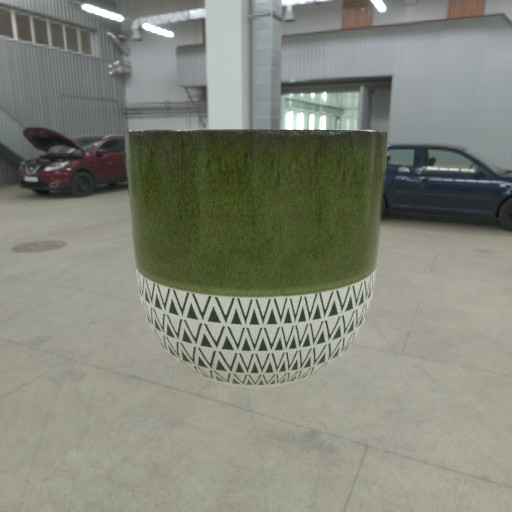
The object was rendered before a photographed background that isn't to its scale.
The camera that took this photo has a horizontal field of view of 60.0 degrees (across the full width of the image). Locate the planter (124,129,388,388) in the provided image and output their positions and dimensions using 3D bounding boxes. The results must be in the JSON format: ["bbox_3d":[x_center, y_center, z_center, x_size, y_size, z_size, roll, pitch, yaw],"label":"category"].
[{"bbox_3d":[0.000,0.000,0.497,0.266,0.270,0.266,0,15,0],"label":"planter"}]
